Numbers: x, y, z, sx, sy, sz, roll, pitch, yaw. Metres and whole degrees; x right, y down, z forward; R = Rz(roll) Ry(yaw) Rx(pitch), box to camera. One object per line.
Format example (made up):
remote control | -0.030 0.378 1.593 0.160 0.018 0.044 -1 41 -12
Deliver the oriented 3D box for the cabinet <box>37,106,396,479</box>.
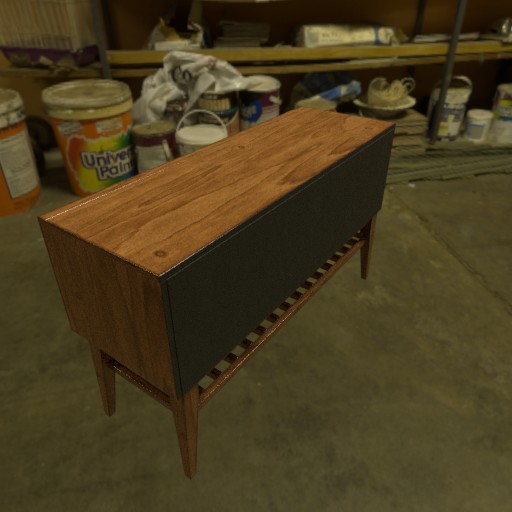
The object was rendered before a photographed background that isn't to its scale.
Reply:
cabinet | 0.000 0.000 1.750 0.477 0.802 1.363 22 39 29
